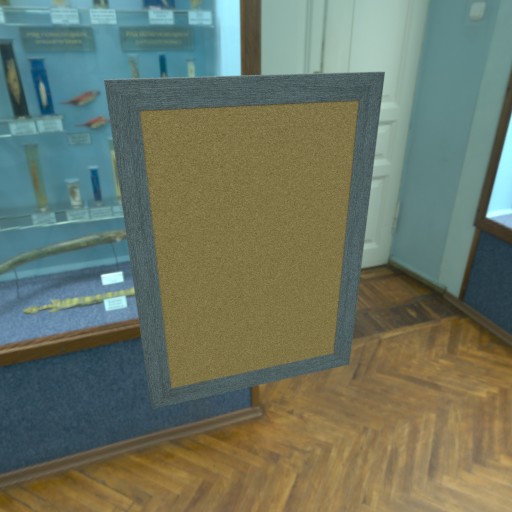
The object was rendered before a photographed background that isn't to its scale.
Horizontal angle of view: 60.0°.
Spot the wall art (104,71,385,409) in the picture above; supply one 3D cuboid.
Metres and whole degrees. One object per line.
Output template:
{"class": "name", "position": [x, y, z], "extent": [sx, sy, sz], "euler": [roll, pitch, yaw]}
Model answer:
{"class": "wall art", "position": [0.000, 0.000, 1.414], "extent": [0.768, 1.070, 0.020], "euler": [-8, 28, -16]}
